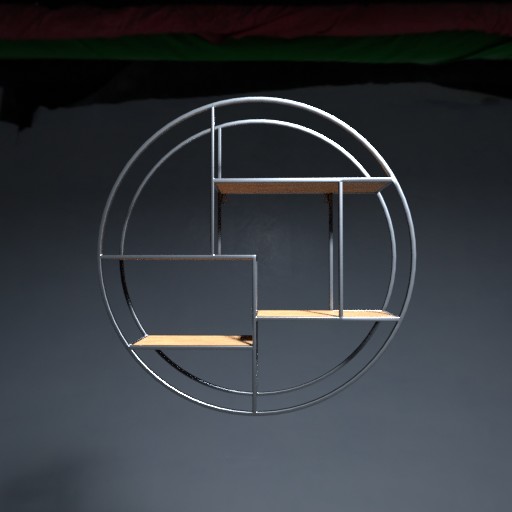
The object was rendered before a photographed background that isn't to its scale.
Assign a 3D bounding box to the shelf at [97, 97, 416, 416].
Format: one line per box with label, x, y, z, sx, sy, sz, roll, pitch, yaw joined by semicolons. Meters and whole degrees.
shelf;0.000;0.000;1.330;0.888;0.888;0.202;0;-2;1
